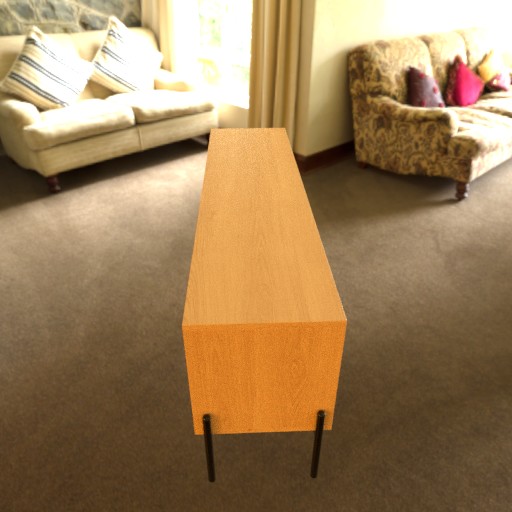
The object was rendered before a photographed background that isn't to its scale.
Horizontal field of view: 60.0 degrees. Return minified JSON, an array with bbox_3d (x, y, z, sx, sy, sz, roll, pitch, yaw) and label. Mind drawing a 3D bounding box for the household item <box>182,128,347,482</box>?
[{"bbox_3d":[0.000,0.000,1.814,0.400,0.600,1.550,-1,33,-2],"label":"household item"}]
